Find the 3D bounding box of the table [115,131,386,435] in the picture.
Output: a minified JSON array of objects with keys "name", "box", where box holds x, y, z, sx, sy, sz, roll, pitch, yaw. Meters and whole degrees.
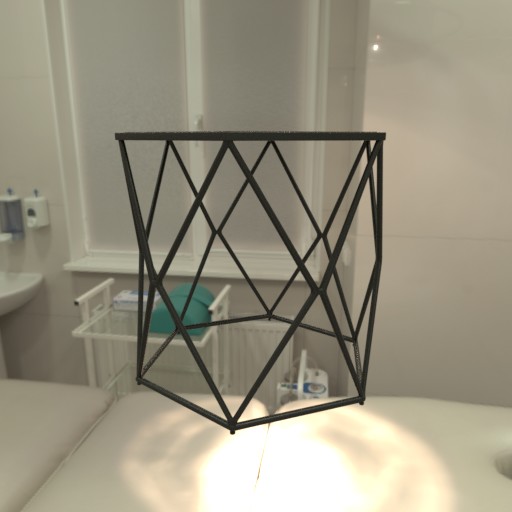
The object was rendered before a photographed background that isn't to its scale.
[{"name":"table","box":[0.000,0.000,1.052,0.579,0.564,0.578,2,15,9]}]
